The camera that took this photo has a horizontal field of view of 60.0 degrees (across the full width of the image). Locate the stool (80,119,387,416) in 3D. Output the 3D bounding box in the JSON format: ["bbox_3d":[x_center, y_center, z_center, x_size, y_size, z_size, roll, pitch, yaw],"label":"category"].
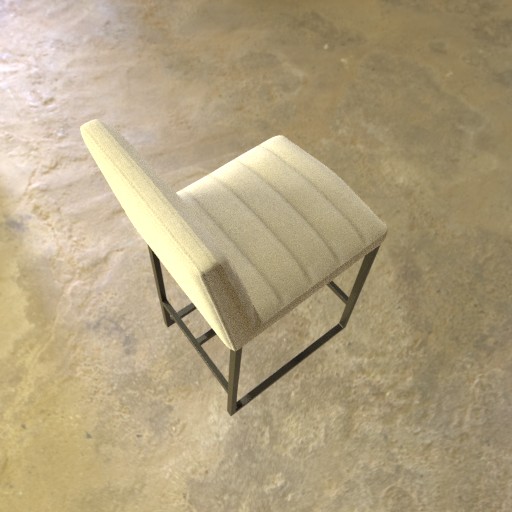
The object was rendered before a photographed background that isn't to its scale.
[{"bbox_3d":[0.000,0.000,1.276,0.567,0.971,0.459,-33,63,-19],"label":"stool"}]
